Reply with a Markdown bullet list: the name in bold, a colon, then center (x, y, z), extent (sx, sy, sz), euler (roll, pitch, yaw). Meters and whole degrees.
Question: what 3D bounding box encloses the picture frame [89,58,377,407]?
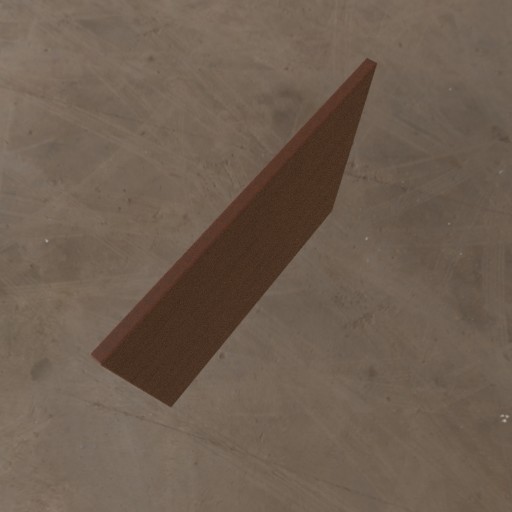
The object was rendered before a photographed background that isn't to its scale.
- **picture frame**: center (0.000, 0.000, 1.804), extent (0.045, 1.018, 1.329), euler (35, 70, 15)
